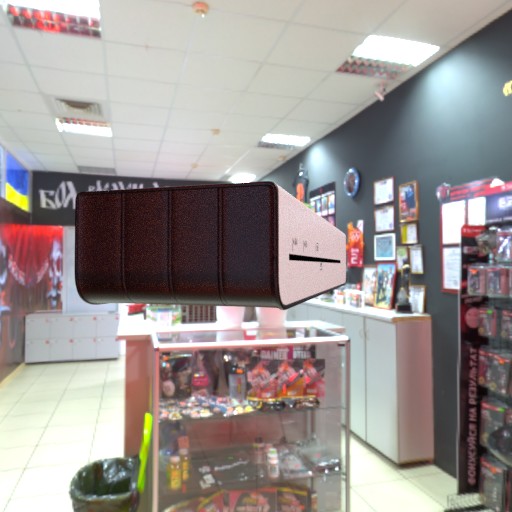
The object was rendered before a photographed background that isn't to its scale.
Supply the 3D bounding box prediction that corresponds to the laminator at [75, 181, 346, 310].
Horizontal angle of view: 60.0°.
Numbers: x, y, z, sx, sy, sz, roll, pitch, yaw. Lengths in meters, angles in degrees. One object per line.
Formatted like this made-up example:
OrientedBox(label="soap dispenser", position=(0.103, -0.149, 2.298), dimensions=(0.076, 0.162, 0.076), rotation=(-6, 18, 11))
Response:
OrientedBox(label="laminator", position=(0.000, 0.000, 0.385), dimensions=(0.123, 0.062, 0.340), rotation=(0, -1, 17))
